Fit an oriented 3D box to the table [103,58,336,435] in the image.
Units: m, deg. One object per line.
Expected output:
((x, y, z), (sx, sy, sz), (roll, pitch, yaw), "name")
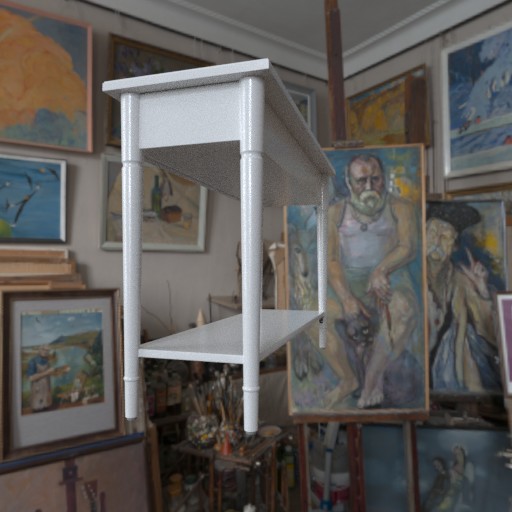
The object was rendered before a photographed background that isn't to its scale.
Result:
((0.000, 0.000, 1.423), (0.381, 0.749, 1.067), (0, -1, 17), "table")
